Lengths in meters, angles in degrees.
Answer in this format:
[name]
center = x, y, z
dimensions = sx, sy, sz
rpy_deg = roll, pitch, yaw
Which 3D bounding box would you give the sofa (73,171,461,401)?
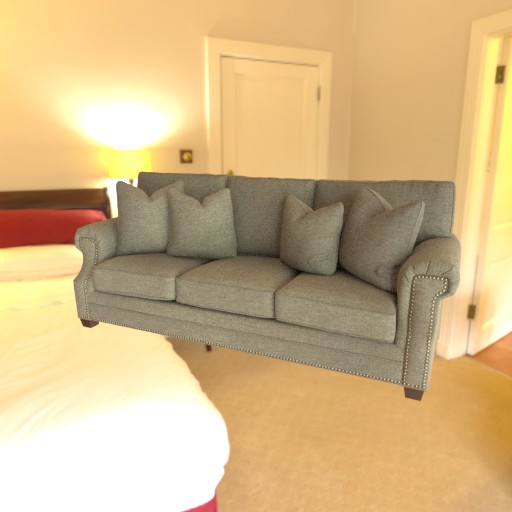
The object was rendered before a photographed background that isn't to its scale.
[sofa]
center = 0.000, 0.000, 2.756
dimensions = 2.312, 0.975, 0.965
rpy_deg = 6, 15, 24
